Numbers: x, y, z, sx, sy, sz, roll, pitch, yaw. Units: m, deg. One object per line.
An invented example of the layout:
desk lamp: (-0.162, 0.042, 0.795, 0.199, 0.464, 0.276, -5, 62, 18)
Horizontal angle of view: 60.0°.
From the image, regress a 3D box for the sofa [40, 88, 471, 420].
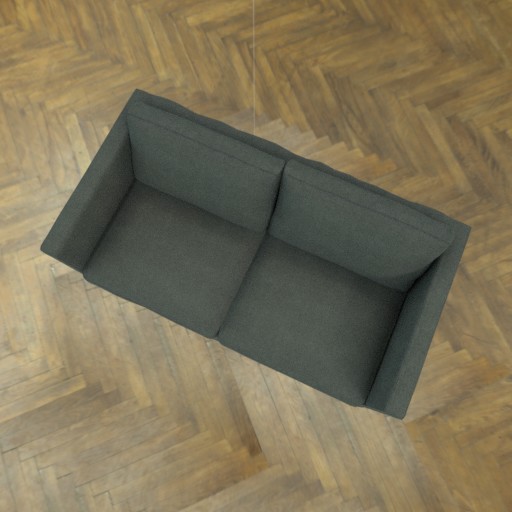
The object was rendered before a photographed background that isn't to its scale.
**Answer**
sofa: (0.000, 0.000, 2.312, 1.802, 0.854, 0.974, 24, 77, 6)
